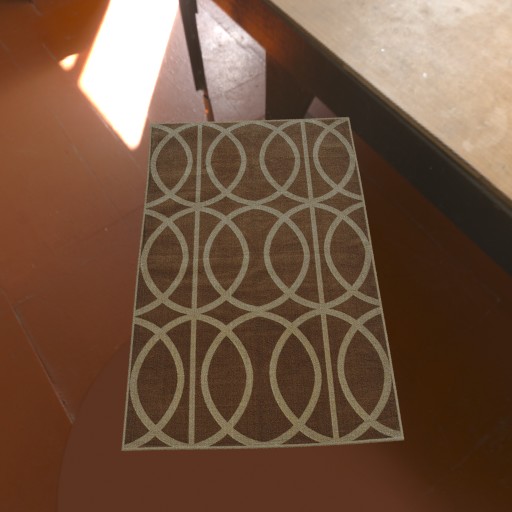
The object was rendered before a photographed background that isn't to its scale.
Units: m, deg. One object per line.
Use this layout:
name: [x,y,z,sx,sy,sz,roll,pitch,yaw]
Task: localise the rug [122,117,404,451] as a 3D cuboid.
rug: [0.000,0.000,2.873,1.526,0.014,2.290,-2,64,-1]
